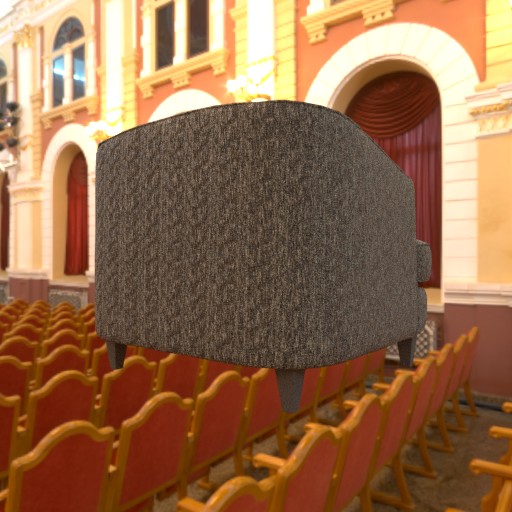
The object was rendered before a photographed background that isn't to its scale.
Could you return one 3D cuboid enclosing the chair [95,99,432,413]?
[{"bbox_3d":[0.000,0.000,1.725,1.104,0.852,0.941,0,-1,37],"label":"chair"}]
